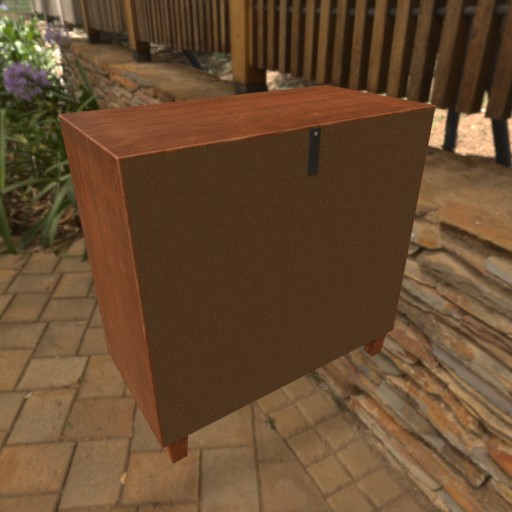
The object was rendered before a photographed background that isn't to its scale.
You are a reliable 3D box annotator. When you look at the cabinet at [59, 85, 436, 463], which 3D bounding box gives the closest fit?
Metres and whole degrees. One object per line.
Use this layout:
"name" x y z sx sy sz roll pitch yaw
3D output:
"cabinet" 0.000 0.000 1.230 0.796 0.785 0.412 -18 34 -29
